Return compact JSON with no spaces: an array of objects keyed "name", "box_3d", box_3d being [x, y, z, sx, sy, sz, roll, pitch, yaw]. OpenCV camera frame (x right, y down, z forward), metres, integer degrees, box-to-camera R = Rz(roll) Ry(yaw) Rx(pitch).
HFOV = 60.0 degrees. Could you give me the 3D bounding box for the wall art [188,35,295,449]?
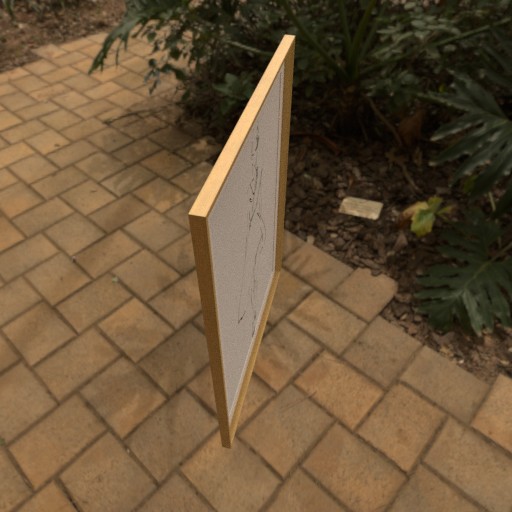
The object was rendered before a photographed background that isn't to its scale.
[{"name":"wall art","box_3d":[0.000,0.000,1.352,0.030,1.002,0.798,10,47,10]}]
